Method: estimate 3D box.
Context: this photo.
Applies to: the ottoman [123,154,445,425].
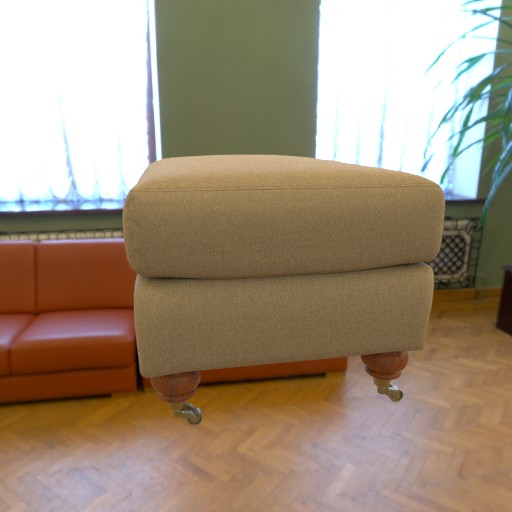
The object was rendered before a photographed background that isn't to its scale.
[{"bbox_3d":[0.000,0.000,1.128,0.574,0.497,0.773,-3,15,-10],"label":"ottoman"}]
